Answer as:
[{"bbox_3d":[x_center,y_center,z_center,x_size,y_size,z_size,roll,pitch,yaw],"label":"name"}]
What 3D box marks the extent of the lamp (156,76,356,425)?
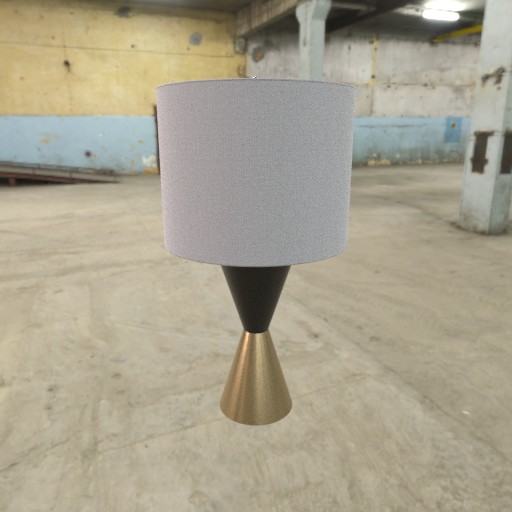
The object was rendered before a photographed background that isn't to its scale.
[{"bbox_3d":[0.000,0.000,0.759,0.304,0.573,0.304,2,15,7],"label":"lamp"}]
